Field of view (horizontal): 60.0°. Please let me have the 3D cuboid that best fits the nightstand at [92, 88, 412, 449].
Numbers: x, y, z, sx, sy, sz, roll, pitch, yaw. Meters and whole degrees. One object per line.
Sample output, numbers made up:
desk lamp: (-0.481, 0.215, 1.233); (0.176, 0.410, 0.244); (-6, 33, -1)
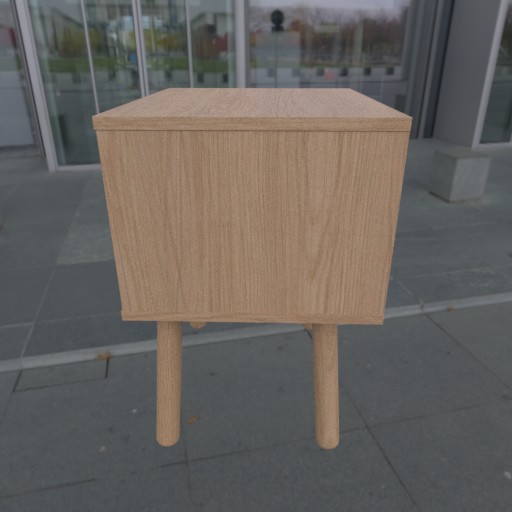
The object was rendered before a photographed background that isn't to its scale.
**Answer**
nightstand: (0.000, 0.000, 0.849); (0.380, 0.571, 0.450); (1, 25, 1)
